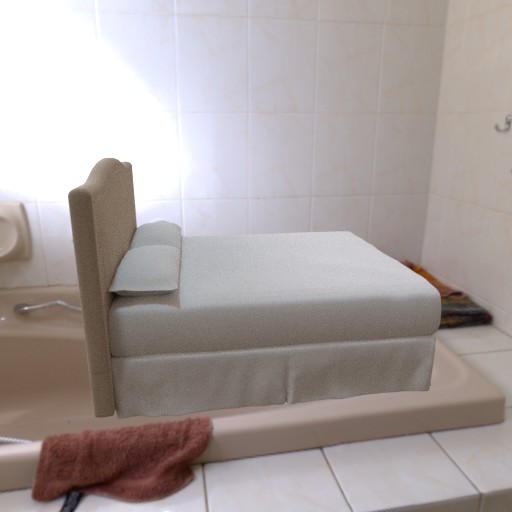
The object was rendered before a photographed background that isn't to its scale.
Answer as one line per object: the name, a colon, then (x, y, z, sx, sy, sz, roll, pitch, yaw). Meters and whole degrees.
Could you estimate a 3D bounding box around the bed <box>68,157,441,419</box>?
bed: (0.000, 0.000, 3.169, 2.052, 1.398, 1.678, -2, 17, -8)
